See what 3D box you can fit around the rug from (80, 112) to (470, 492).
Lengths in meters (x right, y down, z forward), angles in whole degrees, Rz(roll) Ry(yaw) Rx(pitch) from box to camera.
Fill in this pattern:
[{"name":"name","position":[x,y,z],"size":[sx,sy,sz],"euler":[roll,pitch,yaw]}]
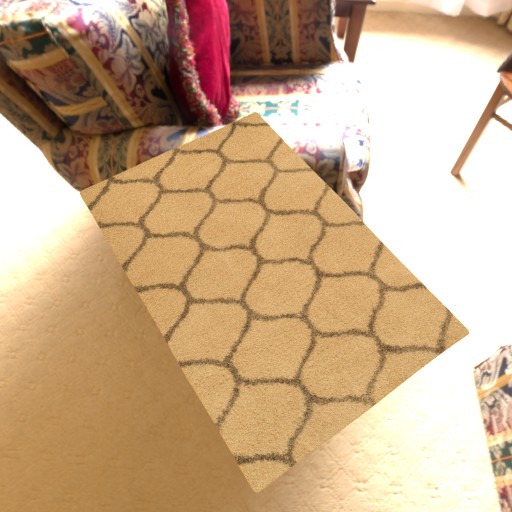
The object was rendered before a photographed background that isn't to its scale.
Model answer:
[{"name":"rug","position":[0.000,0.000,3.413],"size":[1.801,0.026,2.701],"euler":[-30,63,-17]}]
